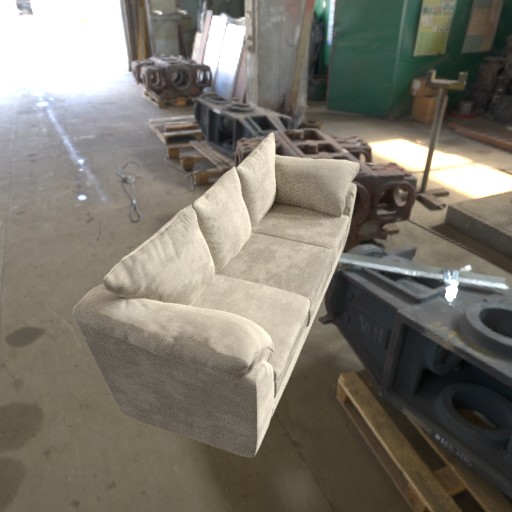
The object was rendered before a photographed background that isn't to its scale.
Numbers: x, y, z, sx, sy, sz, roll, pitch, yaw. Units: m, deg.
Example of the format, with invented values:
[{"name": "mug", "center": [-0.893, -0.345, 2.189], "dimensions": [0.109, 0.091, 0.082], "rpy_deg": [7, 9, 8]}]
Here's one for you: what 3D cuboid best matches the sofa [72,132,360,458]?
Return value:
[{"name": "sofa", "center": [0.000, 0.000, 2.820], "dimensions": [0.893, 0.981, 2.377], "rpy_deg": [11, 33, 18]}]
